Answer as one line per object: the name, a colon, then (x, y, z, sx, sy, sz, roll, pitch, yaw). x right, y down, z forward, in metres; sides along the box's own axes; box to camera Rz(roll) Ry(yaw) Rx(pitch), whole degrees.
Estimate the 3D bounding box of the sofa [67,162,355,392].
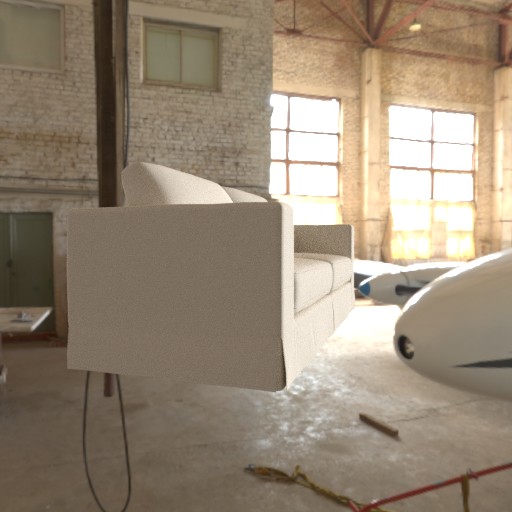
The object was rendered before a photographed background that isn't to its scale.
sofa: (0.000, 0.000, 2.688, 0.954, 0.881, 2.163, 1, 2, 19)
